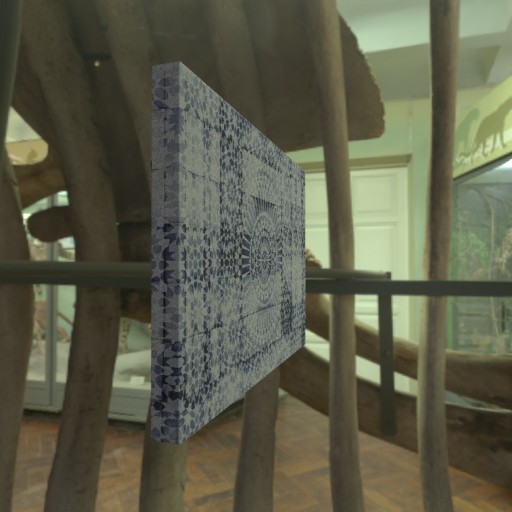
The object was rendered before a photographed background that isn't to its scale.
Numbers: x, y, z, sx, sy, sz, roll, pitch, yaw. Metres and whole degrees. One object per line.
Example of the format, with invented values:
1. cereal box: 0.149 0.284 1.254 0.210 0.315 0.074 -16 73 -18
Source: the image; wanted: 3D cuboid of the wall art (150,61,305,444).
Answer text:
1. wall art: 0.000 0.000 1.138 0.057 0.608 0.911 0 -1 19
